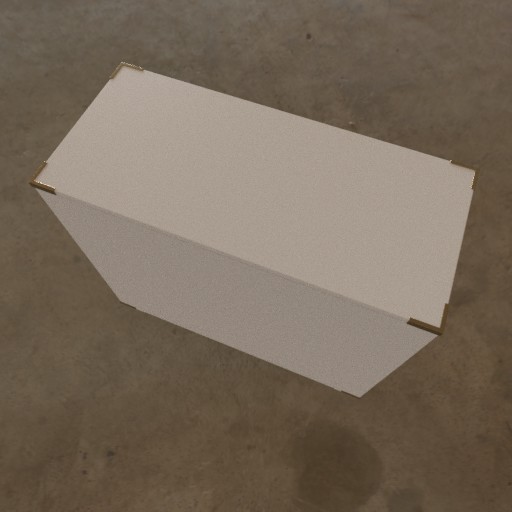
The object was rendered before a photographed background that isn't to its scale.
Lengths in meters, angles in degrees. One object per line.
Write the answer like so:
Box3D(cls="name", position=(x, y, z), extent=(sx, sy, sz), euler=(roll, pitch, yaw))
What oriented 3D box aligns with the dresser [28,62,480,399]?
Box3D(cls="dresser", position=(0.000, 0.000, 1.496), extent=(1.022, 0.891, 0.460), euler=(20, 65, 10))
